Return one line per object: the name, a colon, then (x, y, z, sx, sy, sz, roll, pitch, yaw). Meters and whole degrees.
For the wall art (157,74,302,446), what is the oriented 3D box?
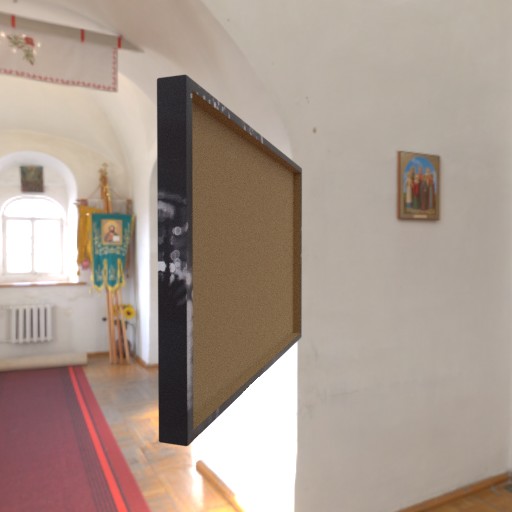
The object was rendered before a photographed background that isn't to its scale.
wall art: (0.000, 0.000, 0.777, 0.037, 0.406, 0.609, 0, 1, 18)
